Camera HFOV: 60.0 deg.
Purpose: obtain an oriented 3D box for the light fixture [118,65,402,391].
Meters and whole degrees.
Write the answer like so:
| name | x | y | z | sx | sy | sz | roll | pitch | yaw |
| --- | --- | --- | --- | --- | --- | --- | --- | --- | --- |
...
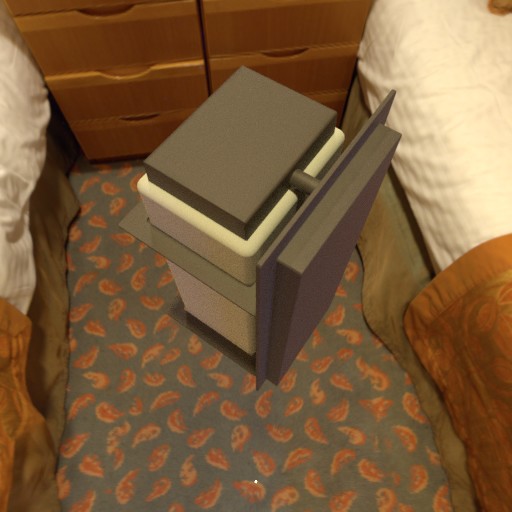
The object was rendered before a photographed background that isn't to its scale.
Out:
| name | x | y | z | sx | sy | sz | roll | pitch | yaw |
| --- | --- | --- | --- | --- | --- | --- | --- | --- | --- |
| light fixture | 0.000 | 0.000 | 0.422 | 0.146 | 0.347 | 0.153 | 32 | 67 | 15 |
